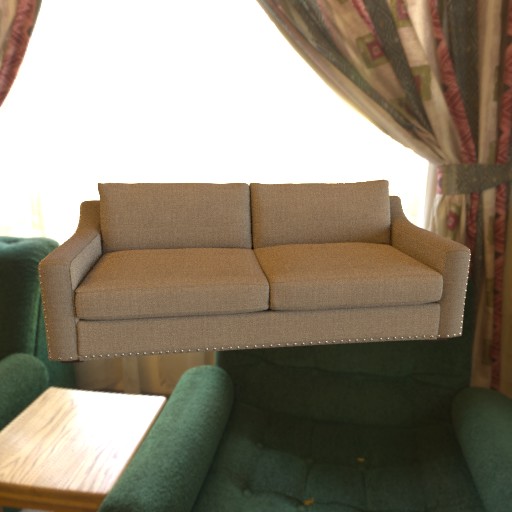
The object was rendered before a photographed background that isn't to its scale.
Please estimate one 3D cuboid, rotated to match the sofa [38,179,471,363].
[{"bbox_3d":[0.000,0.000,2.688,2.208,0.857,1.000,-2,15,-7],"label":"sofa"}]
